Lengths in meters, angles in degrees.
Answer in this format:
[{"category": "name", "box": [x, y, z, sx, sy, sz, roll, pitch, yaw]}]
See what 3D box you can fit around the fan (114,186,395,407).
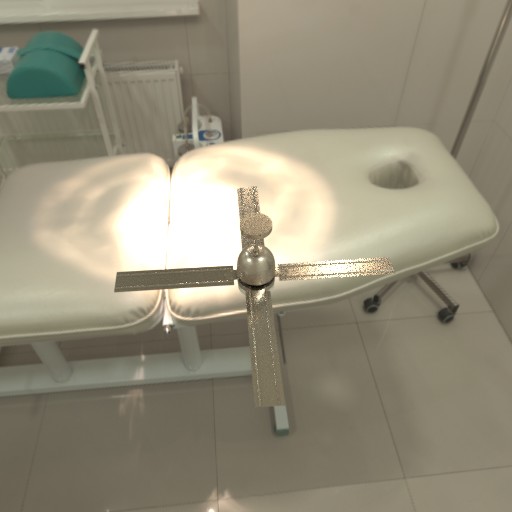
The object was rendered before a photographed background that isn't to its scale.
[{"category": "fan", "box": [0.000, 0.000, 2.058, 1.346, 0.406, 1.346, -4, 47, -4]}]
